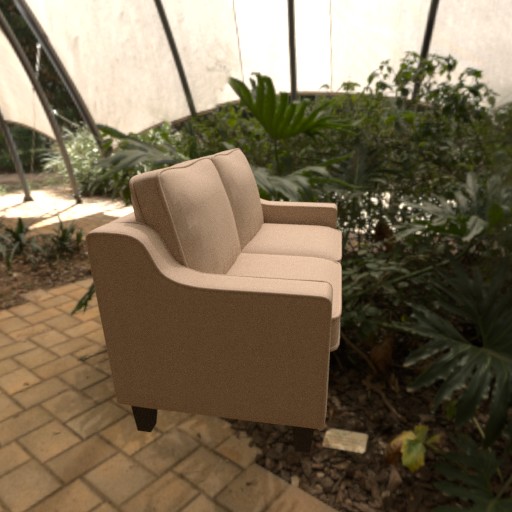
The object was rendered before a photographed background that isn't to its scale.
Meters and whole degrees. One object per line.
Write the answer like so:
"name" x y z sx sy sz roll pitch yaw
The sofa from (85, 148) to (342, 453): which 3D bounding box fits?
"sofa" 0.000 0.000 3.542 1.351 1.562 2.587 3 17 10
